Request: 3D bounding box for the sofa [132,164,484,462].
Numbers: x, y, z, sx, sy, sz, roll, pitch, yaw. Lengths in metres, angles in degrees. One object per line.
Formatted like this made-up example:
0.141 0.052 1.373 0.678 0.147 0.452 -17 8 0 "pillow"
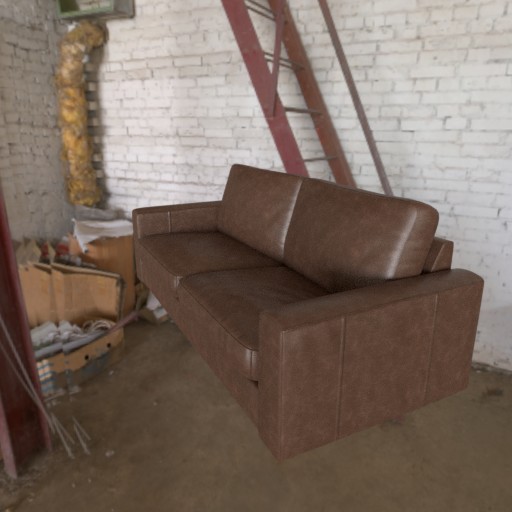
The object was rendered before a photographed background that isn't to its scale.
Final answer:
0.000 0.000 2.562 1.016 0.873 2.179 -9 19 -26 "sofa"
